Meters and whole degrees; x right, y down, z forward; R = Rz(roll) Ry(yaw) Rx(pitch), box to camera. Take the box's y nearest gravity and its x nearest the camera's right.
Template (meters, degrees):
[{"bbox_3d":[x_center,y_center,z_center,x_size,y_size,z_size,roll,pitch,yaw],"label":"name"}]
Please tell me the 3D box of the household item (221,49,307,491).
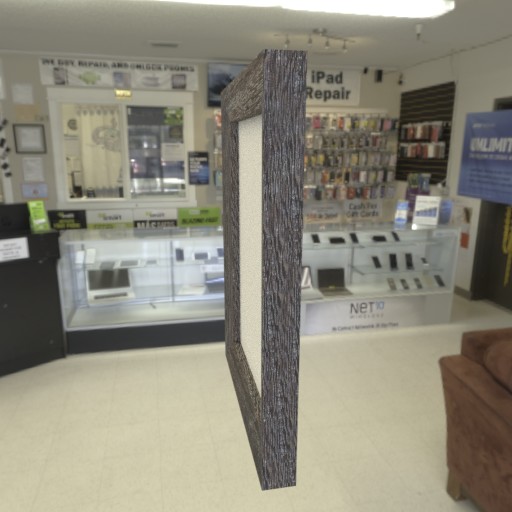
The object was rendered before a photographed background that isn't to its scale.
[{"bbox_3d":[0.000,0.000,0.239,0.020,0.180,0.133,-3,14,-10],"label":"household item"}]
